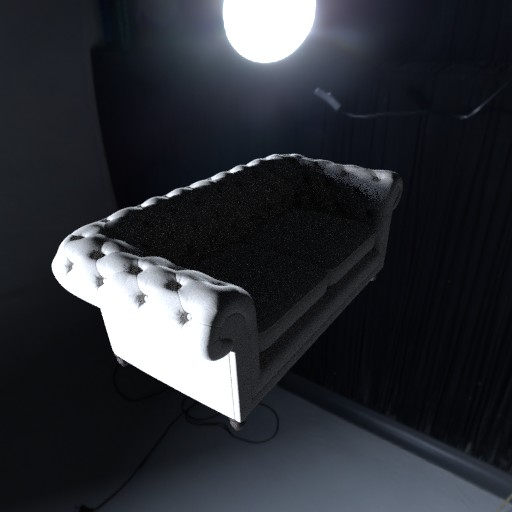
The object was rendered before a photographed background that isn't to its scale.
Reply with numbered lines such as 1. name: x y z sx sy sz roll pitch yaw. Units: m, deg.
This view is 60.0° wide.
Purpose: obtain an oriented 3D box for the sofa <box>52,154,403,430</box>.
1. sofa: 0.000 0.000 2.516 0.986 0.764 1.998 17 31 30
